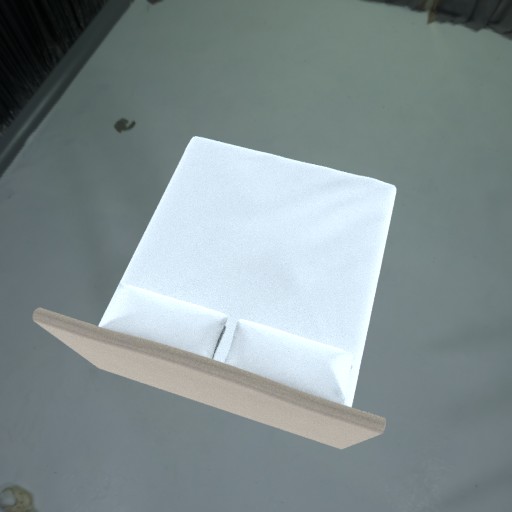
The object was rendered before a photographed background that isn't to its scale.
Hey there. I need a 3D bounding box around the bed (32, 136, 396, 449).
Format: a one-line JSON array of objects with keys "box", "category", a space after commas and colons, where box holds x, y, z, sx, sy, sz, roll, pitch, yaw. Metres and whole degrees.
[{"box": [0.000, 0.000, 3.450, 2.083, 1.421, 2.182, 16, 64, 8], "category": "bed"}]
